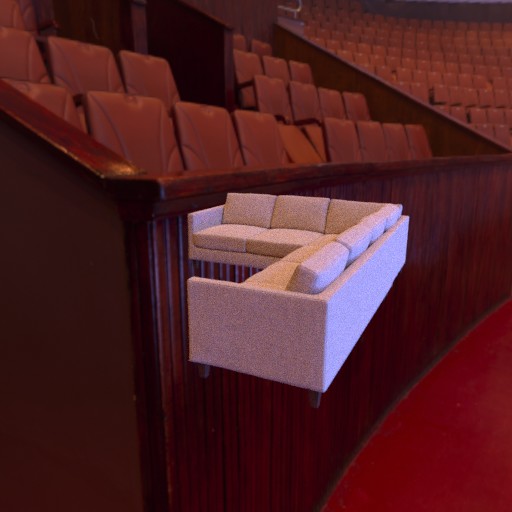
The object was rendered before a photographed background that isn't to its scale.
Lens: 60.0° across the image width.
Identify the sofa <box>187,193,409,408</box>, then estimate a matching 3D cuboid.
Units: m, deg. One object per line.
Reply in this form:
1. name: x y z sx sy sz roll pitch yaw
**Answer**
1. sofa: 0.000 0.000 4.337 2.432 0.863 3.182 7 16 25
